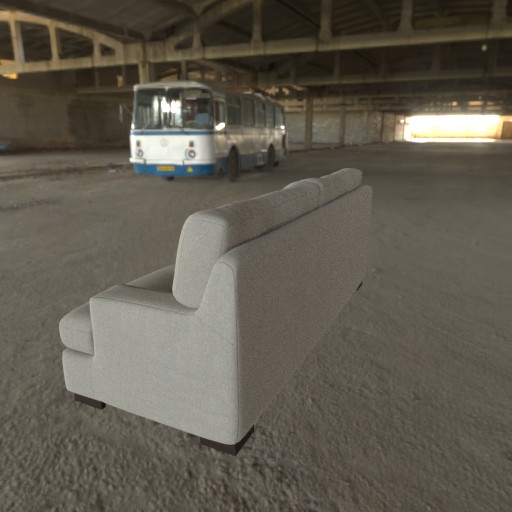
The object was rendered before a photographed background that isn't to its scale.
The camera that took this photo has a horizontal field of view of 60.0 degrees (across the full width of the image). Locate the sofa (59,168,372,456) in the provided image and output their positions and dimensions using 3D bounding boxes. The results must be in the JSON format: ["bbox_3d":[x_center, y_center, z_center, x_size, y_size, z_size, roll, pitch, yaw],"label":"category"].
[{"bbox_3d":[0.000,0.000,2.810,0.962,0.980,2.354,7,18,25],"label":"sofa"}]
